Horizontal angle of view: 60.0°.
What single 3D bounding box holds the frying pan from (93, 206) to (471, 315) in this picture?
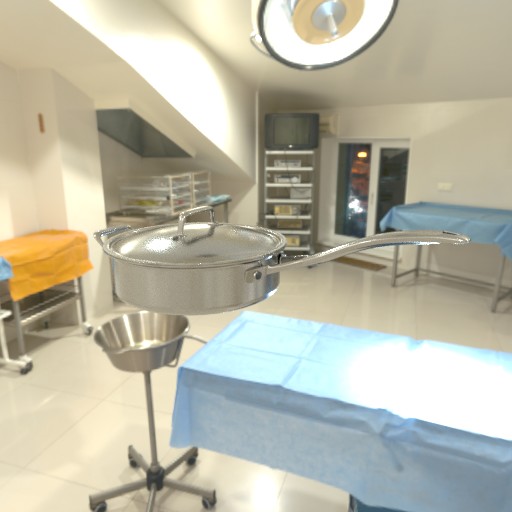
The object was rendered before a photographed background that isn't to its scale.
[{"bbox_3d":[0.000,0.000,0.571,0.492,0.111,0.245,7,17,24],"label":"frying pan"}]
